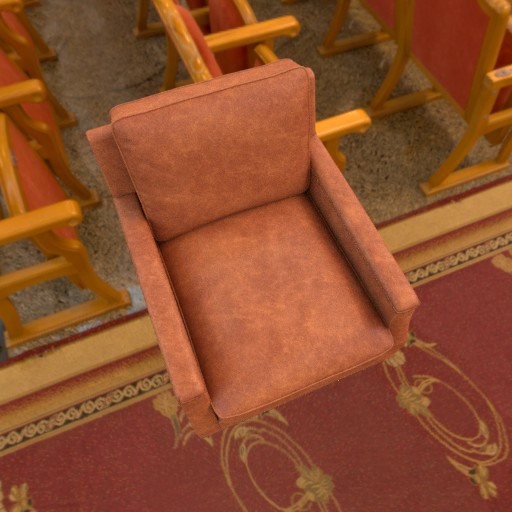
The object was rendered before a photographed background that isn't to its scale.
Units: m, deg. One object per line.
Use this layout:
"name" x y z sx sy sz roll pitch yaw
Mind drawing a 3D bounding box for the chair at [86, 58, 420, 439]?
"chair" 0.000 0.000 1.650 0.853 0.943 1.014 -20 64 -10
